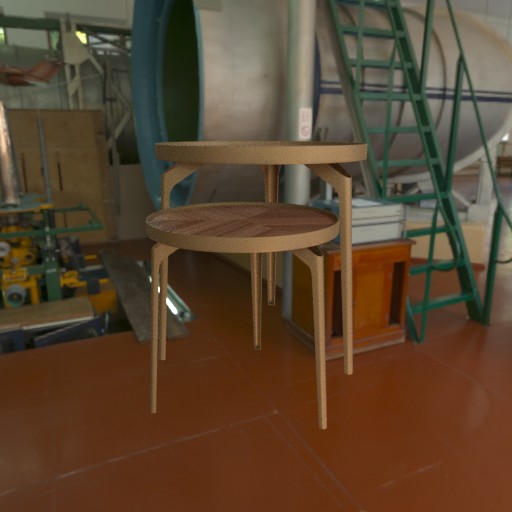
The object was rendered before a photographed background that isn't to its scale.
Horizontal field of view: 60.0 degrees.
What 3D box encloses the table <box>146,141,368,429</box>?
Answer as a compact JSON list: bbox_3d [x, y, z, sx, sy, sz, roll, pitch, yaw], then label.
[{"bbox_3d":[0.000,0.000,1.131,0.532,0.555,0.751,2,16,8],"label":"table"}]
